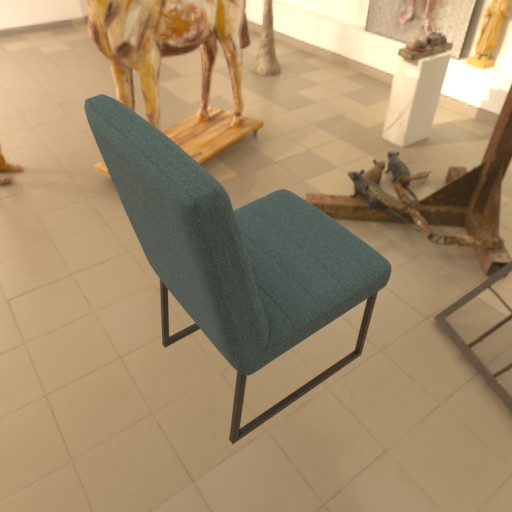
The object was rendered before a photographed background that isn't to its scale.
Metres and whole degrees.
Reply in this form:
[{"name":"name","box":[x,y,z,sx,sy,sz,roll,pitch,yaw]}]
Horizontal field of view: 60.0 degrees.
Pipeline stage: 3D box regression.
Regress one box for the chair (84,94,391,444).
[{"name":"chair","box":[0.000,0.000,1.288,0.634,0.930,0.520,-26,48,-26]}]
